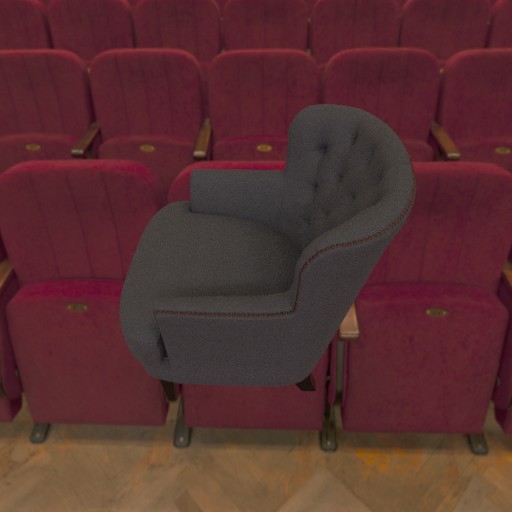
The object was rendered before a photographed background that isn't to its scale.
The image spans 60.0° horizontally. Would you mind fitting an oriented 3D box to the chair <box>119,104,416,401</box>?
[{"bbox_3d":[0.000,0.000,1.588,0.906,0.868,0.848,1,40,1],"label":"chair"}]
